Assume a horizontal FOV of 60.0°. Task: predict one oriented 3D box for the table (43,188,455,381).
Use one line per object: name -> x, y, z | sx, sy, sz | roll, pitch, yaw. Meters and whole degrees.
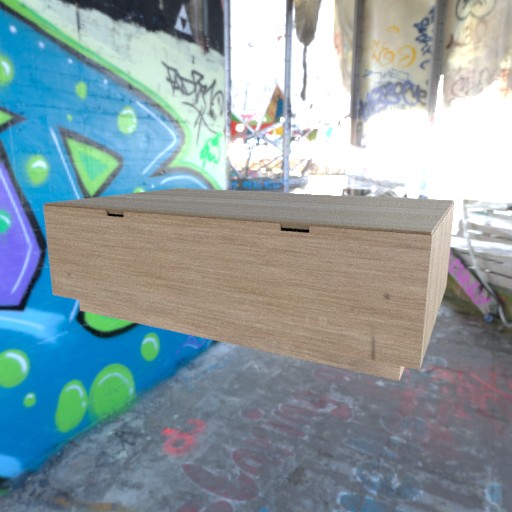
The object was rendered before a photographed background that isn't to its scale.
table -> 0.000, 0.000, 1.436 | 1.110, 0.353, 0.678 | 7, 15, 26
